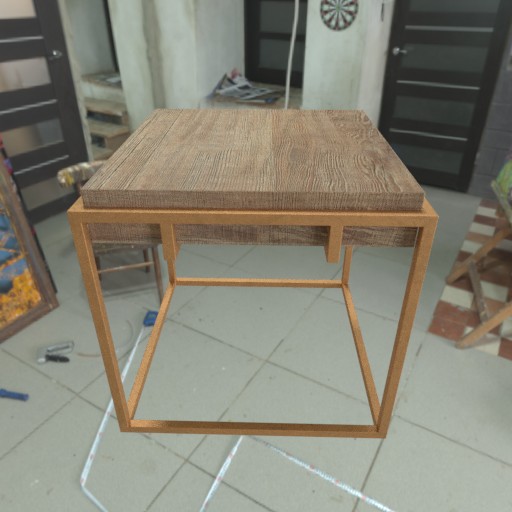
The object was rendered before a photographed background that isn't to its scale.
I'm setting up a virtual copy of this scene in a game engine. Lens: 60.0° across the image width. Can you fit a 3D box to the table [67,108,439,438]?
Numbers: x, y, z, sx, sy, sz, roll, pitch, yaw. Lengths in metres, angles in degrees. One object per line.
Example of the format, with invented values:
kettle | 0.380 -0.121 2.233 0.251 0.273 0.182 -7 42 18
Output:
table | 0.000 0.000 1.104 0.599 0.584 0.599 1 31 1
